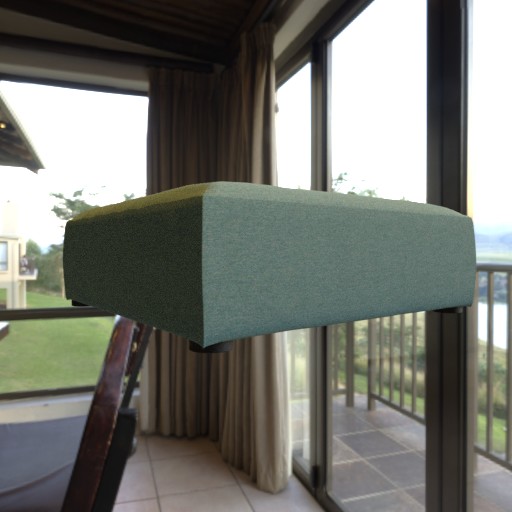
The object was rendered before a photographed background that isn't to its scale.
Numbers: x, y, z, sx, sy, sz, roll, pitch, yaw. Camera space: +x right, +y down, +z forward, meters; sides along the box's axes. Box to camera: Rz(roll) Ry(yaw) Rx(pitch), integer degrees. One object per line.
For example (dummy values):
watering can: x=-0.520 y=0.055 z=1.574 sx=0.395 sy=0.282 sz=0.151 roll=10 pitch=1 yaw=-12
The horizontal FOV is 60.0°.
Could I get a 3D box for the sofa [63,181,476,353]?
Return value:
sofa: x=0.000 y=0.000 z=1.401 sx=0.930 sy=0.330 sz=0.930 roll=-1 pitch=1 yaw=-37
